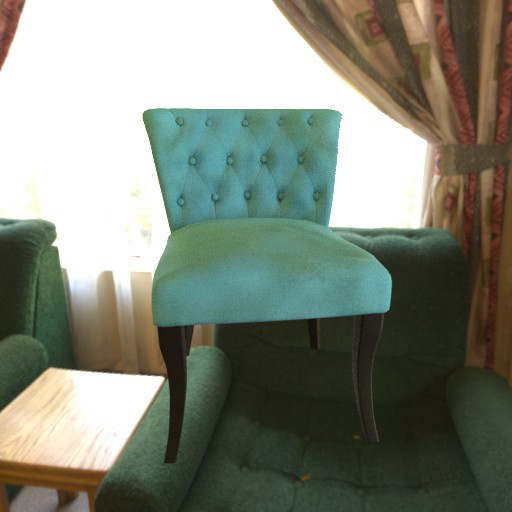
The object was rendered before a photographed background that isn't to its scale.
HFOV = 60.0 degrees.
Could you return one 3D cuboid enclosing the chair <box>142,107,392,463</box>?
[{"bbox_3d":[0.000,0.000,1.170,0.582,0.750,0.605,-2,18,-7],"label":"chair"}]
